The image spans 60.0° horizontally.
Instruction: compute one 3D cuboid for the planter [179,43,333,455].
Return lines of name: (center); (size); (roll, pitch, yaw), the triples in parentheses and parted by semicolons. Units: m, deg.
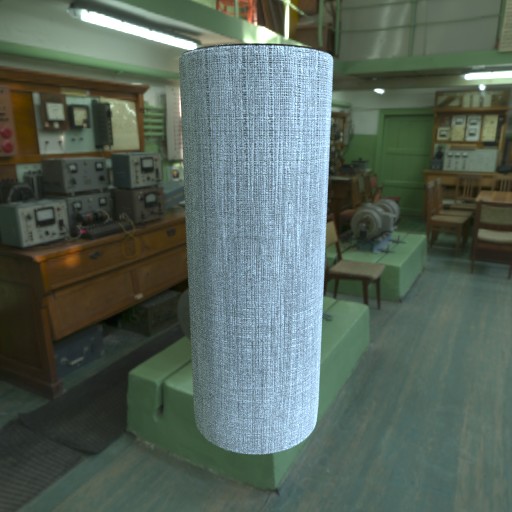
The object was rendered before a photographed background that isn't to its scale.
planter: (0.000, 0.000, 0.326); (0.100, 0.270, 0.100); (8, 18, 26)
